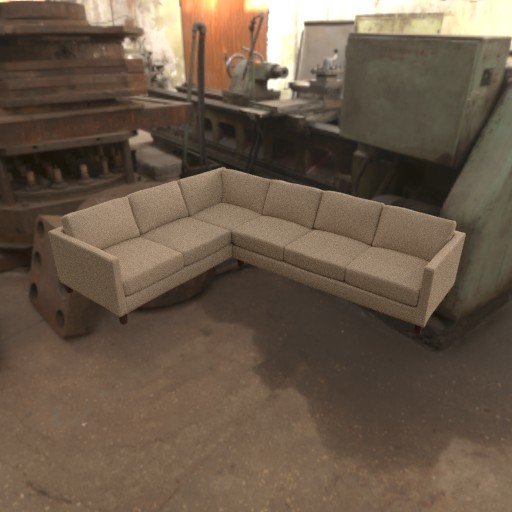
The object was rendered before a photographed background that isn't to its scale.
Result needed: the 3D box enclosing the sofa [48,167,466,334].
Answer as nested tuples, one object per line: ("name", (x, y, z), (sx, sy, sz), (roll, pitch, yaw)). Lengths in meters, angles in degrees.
("sofa", (0.000, 0.000, 4.318), (3.182, 0.863, 2.432), (19, 33, 33))
